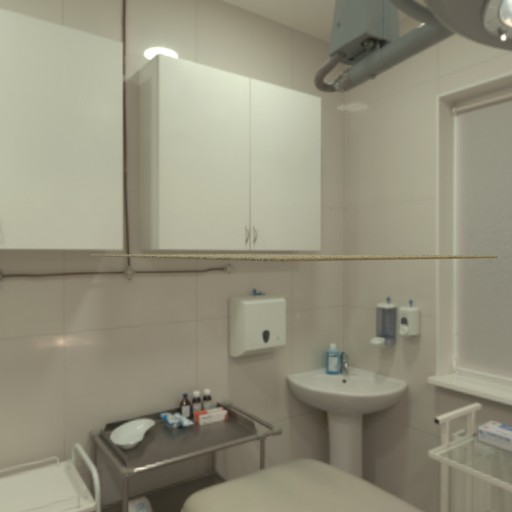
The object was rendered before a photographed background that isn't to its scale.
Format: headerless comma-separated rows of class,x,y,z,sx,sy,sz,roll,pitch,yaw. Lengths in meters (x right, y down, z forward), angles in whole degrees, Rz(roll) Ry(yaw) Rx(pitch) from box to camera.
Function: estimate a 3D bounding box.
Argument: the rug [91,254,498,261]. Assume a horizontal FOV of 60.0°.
rug,0.000,0.000,2.992,1.540,0.012,2.448,0,1,-35
